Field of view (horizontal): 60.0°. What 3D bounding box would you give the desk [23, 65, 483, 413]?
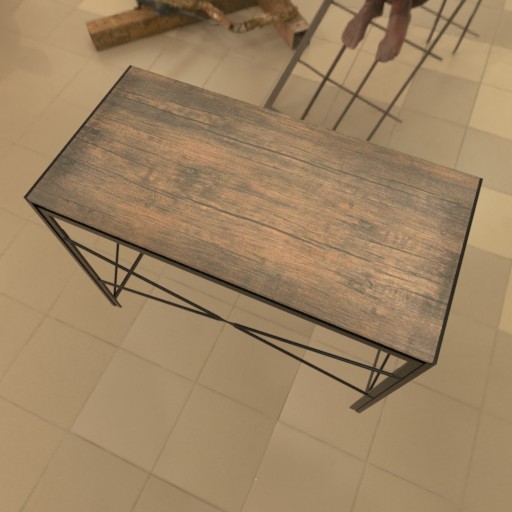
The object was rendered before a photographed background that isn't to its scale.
[{"bbox_3d":[0.000,0.000,1.425,1.015,0.747,0.505,21,65,10],"label":"desk"}]
